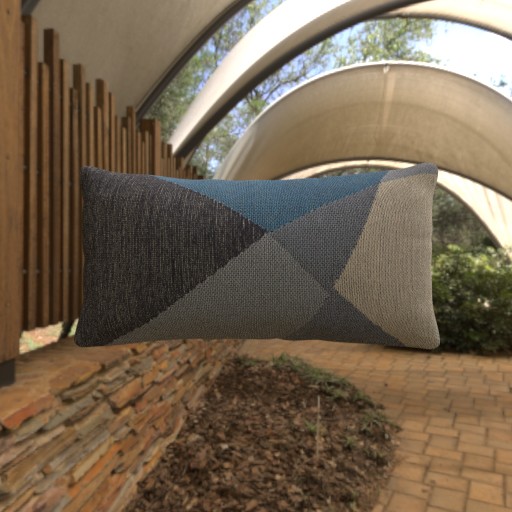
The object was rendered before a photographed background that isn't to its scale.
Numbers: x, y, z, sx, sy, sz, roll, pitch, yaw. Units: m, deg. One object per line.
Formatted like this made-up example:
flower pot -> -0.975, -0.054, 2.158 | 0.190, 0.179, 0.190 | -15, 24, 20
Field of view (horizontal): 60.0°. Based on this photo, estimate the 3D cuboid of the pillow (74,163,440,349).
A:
pillow -> 0.000, 0.000, 0.734 | 0.604, 0.307, 0.148 | 0, 0, 1
